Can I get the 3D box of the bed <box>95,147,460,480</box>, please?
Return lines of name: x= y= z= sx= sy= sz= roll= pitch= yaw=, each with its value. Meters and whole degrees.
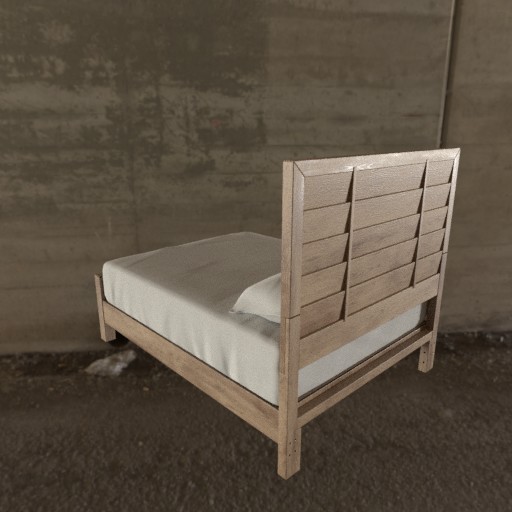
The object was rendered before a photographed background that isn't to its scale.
bed: x=0.000 y=0.000 z=3.369 sx=1.626 sy=1.626 sz=2.197 roll=-15 pitch=22 yaw=-41
